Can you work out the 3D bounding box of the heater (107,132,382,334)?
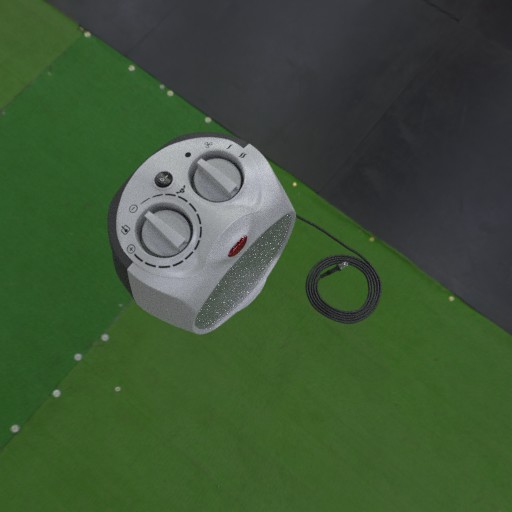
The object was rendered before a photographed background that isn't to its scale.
[{"bbox_3d":[0.000,0.000,0.476,0.291,0.255,0.239,40,79,9],"label":"heater"}]
